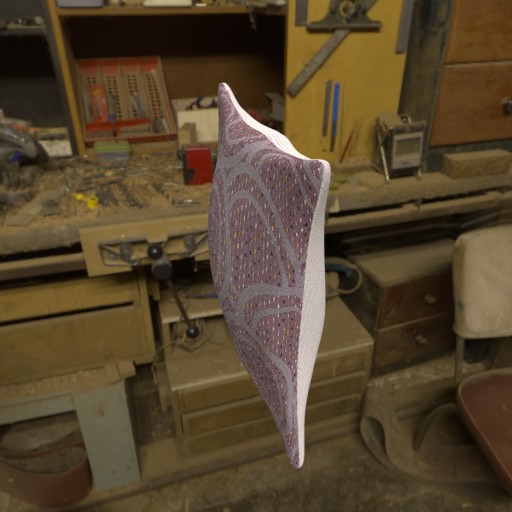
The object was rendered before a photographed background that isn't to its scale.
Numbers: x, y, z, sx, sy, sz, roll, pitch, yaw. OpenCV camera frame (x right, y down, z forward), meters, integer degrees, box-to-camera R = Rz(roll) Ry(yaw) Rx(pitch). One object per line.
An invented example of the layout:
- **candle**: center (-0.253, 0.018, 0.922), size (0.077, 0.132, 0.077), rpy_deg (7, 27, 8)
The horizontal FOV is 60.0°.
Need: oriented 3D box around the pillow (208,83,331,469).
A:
- **pillow**: center (0.000, 0.000, 0.797), size (0.163, 0.513, 0.514), rpy_deg (-8, 32, -13)
